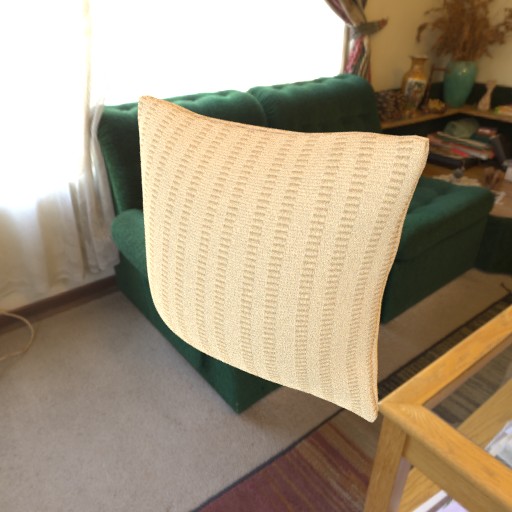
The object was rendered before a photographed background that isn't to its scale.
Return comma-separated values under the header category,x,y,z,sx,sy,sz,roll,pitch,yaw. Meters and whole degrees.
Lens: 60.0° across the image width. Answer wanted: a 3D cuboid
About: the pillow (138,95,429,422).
category,x,y,z,sx,sy,sz,roll,pitch,yaw
pillow,0.000,0.000,0.662,0.438,0.419,0.247,19,35,30
